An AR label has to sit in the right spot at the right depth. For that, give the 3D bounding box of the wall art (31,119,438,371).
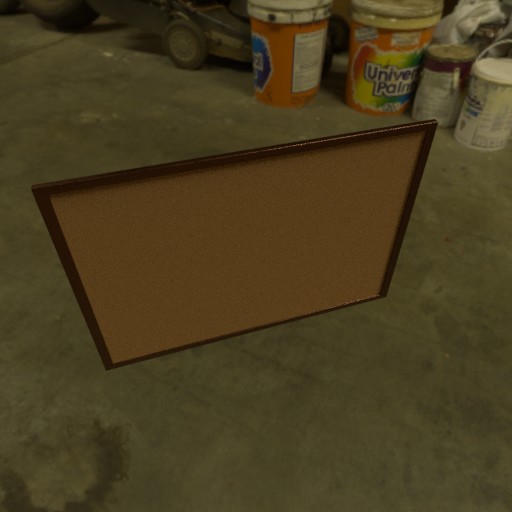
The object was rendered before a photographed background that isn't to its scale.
[{"bbox_3d":[0.000,0.000,1.048,0.816,0.559,0.014,-13,44,-13],"label":"wall art"}]
